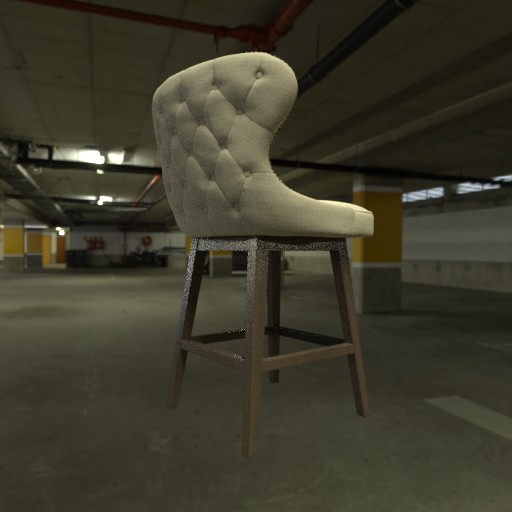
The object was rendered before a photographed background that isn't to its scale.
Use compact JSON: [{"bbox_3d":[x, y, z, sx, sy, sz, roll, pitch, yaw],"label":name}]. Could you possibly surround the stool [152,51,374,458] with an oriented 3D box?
[{"bbox_3d":[0.000,0.000,1.362,0.597,0.972,0.615,-1,1,-38],"label":"stool"}]
